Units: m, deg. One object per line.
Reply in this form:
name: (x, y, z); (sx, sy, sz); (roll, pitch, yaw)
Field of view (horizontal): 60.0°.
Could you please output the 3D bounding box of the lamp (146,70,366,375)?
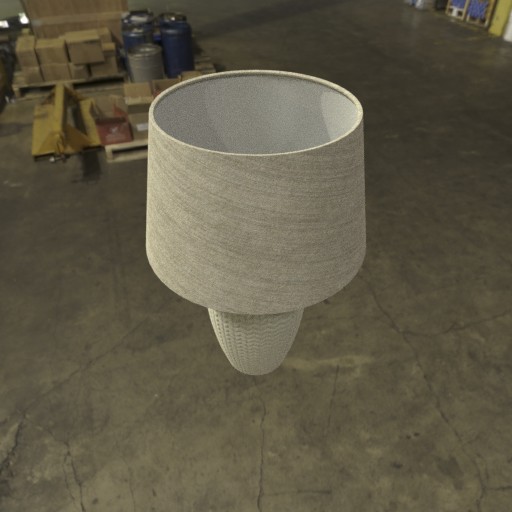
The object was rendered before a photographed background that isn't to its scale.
lamp: (0.000, 0.000, 0.835); (0.390, 0.580, 0.390); (0, 41, 0)
